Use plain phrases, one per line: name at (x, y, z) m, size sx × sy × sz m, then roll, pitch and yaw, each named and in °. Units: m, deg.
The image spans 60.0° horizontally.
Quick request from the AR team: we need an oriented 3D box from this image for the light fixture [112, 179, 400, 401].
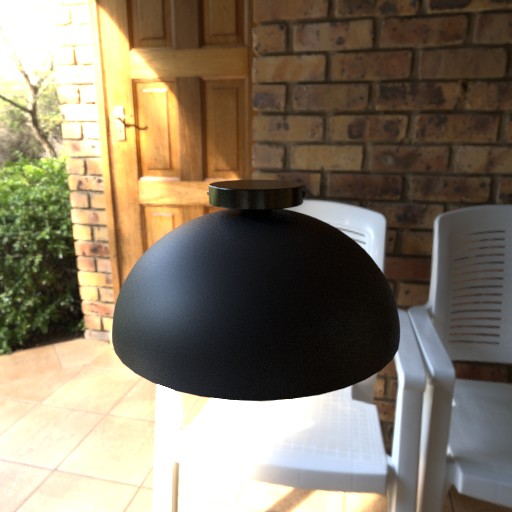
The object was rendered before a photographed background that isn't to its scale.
light fixture at (0.000, 0.000, 0.549) m, size 0.355 × 0.177 × 0.355 m, roll 0°, pitch 15°, yaw 0°
